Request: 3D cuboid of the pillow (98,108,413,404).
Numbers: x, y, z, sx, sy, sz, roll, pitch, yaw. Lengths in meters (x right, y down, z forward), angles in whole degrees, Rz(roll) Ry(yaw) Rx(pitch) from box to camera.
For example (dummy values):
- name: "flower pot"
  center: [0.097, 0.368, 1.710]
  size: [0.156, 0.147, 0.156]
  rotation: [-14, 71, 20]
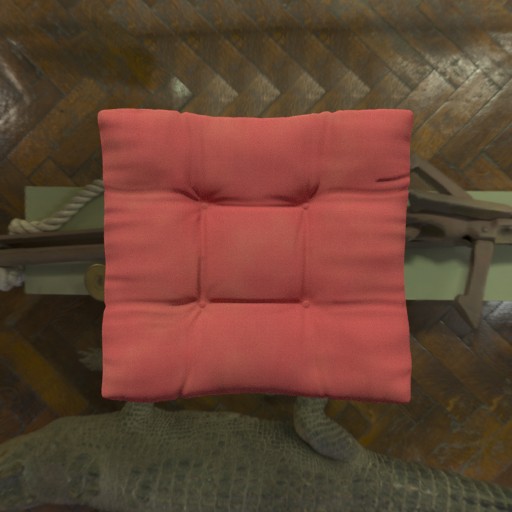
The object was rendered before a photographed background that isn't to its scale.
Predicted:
- name: "pillow"
  center: [0.000, 0.000, 0.718]
  size: [0.490, 0.128, 0.468]
  rotation: [0, 90, 0]
